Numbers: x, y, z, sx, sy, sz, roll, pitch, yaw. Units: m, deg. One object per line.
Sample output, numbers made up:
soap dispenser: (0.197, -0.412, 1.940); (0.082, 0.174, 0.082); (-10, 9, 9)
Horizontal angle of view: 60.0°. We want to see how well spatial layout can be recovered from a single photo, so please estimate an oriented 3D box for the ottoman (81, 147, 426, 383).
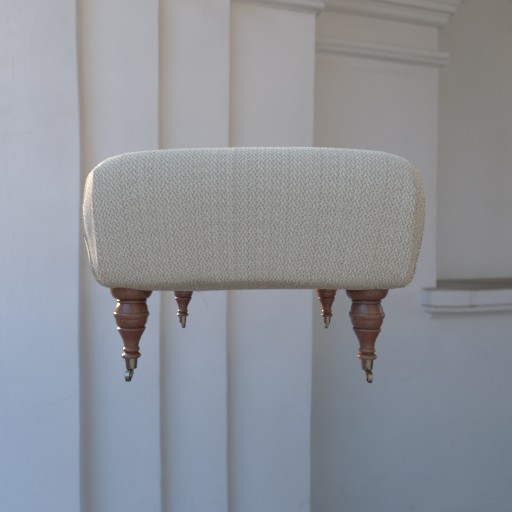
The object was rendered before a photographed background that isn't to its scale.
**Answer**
ottoman: (0.000, 0.000, 1.076); (0.622, 0.447, 0.684); (0, 1, 1)
